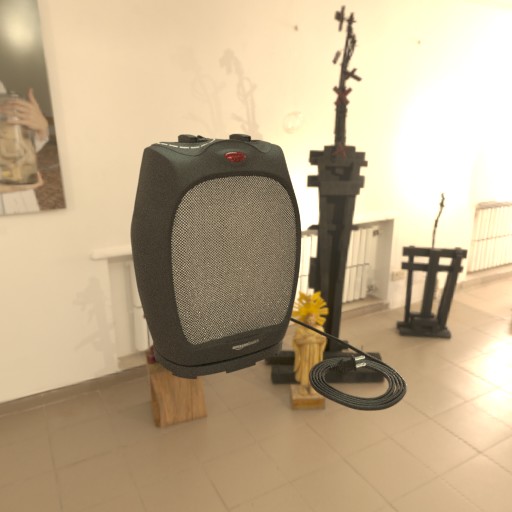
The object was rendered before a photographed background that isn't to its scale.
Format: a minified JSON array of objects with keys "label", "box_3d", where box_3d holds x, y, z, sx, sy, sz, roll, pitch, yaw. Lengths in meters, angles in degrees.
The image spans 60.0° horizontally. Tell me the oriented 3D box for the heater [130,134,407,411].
[{"label":"heater","box_3d":[0.000,0.000,0.483,0.239,0.255,0.291,-9,19,-28]}]
